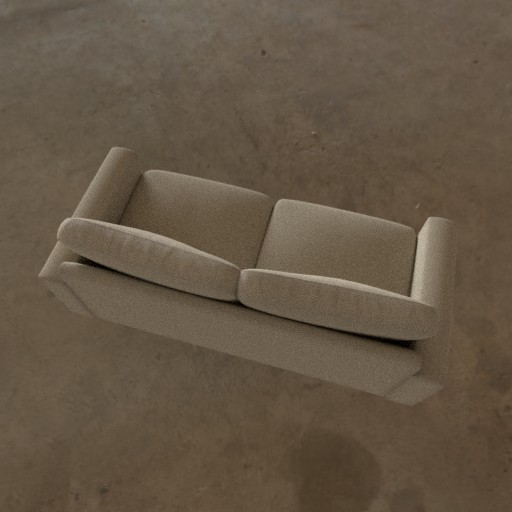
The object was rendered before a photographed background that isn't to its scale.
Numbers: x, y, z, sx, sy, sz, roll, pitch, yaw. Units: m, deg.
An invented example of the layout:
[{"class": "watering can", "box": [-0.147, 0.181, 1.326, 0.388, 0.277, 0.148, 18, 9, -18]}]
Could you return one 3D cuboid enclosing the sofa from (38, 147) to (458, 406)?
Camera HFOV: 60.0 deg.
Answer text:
[{"class": "sofa", "box": [0.000, 0.000, 2.593, 2.179, 0.873, 1.016, 14, 62, 7]}]
